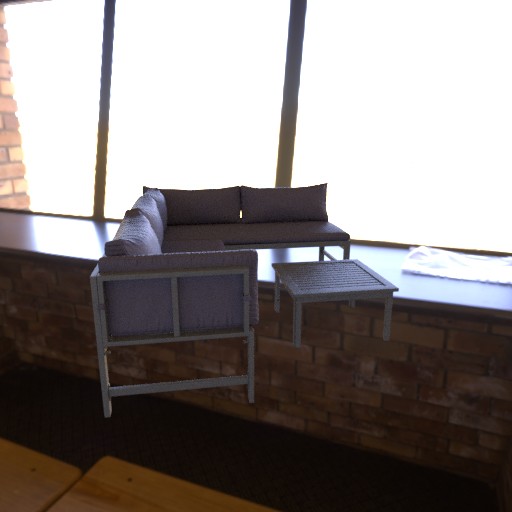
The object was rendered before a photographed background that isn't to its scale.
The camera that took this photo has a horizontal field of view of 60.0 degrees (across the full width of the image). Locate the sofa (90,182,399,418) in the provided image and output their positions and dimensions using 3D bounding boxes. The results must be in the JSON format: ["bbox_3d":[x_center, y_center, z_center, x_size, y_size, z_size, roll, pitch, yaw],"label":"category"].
[{"bbox_3d":[0.000,0.000,2.912,1.658,0.762,2.149,-3,16,-9],"label":"sofa"}]
